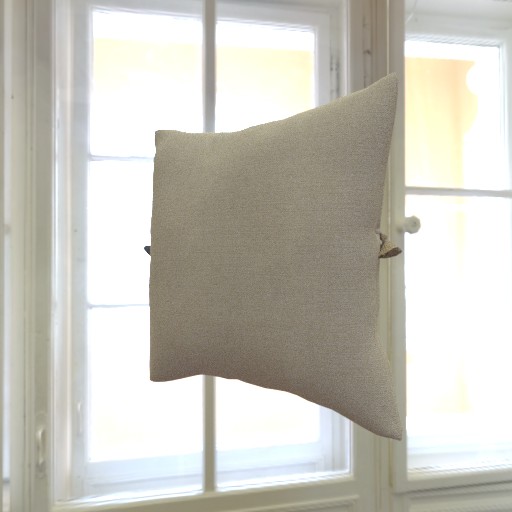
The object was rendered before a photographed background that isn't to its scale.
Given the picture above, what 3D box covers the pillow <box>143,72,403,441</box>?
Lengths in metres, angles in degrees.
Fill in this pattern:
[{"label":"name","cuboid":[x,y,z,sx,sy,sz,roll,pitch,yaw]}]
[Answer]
[{"label":"pillow","cuboid":[0.000,0.000,0.728,0.489,0.481,0.165,0,0,36]}]
